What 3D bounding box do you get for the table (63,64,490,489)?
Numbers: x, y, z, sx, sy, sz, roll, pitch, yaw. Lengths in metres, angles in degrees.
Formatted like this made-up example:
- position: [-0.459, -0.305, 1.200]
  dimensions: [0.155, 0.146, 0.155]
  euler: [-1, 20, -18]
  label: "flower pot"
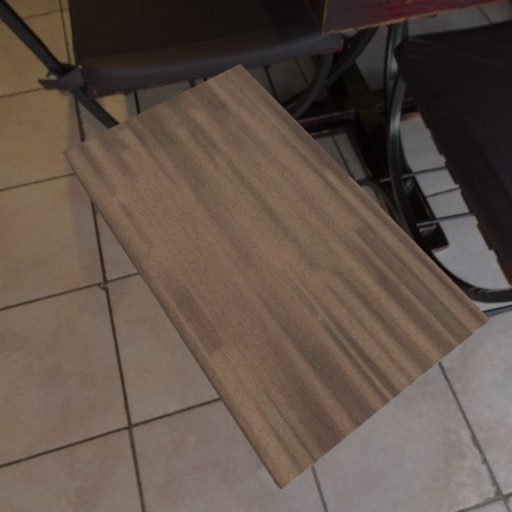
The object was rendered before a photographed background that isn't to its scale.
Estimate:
- position: [0.000, 0.000, 1.356]
  dimensions: [0.643, 0.347, 1.088]
  euler: [-32, 68, -15]
  label: "table"
